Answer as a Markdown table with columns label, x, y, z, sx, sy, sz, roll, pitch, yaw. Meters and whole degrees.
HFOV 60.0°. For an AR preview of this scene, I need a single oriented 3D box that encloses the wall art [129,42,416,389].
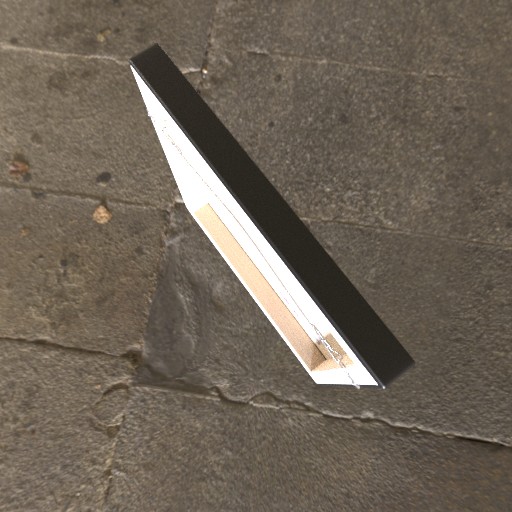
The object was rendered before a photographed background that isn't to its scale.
| label | x | y | z | sx | sy | sz | roll | pitch | yaw |
| --- | --- | --- | --- | --- | --- | --- | --- | --- | --- |
| wall art | 0.000 | 0.000 | 0.610 | 0.041 | 0.407 | 0.406 | -35 | 77 | -9 |
